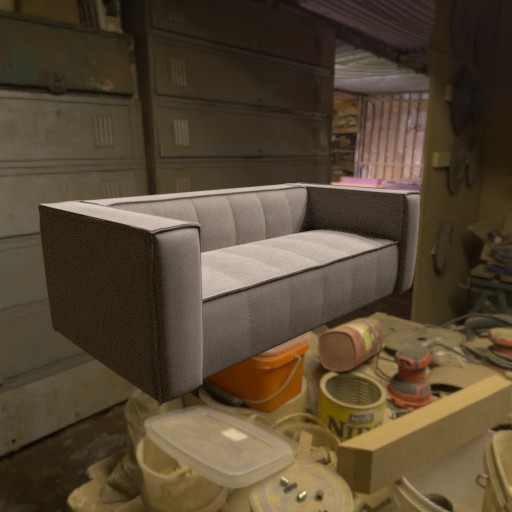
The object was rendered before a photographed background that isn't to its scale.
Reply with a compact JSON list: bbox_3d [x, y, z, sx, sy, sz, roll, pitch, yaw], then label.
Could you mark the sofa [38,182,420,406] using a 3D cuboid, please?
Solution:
[{"bbox_3d":[0.000,0.000,2.503,1.038,0.680,1.995,13,19,43],"label":"sofa"}]
